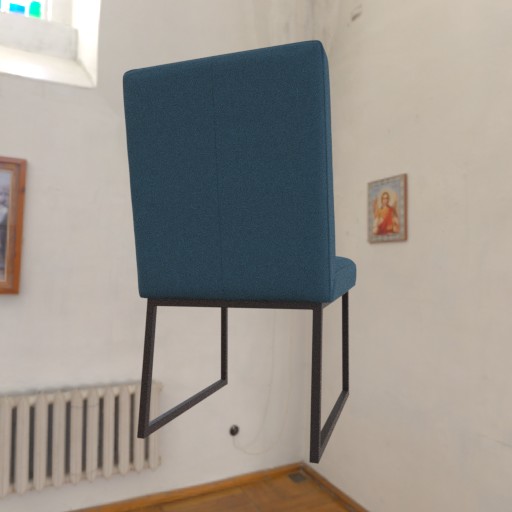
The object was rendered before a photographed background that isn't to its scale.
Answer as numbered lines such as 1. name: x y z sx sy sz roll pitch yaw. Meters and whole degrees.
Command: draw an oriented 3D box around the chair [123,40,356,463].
1. chair: 0.000 0.000 1.301 0.520 0.930 0.634 -1 -2 19
